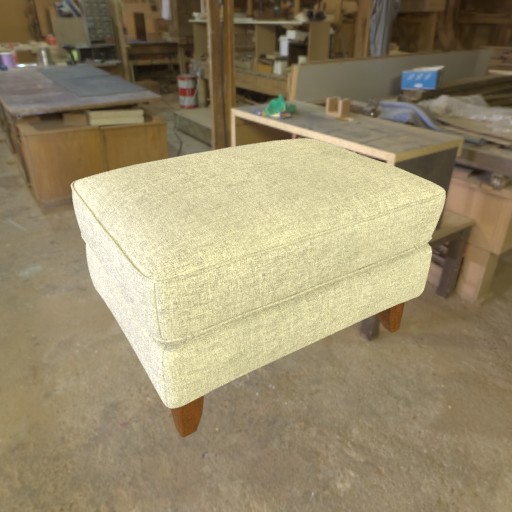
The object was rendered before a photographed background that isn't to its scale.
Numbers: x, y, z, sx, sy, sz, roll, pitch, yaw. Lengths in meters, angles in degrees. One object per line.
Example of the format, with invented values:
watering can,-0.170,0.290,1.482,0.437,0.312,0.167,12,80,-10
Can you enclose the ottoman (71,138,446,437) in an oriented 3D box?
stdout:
ottoman,0.000,0.000,1.344,0.889,0.561,0.661,-18,34,-28
